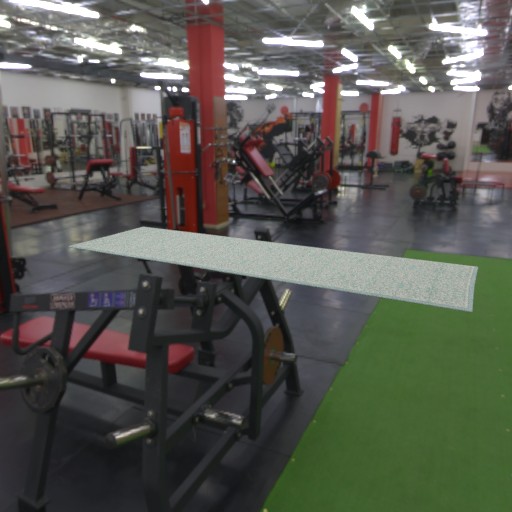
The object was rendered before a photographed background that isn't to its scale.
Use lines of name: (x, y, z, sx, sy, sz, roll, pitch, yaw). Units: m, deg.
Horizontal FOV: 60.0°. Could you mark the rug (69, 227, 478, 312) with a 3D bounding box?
rug: (0.000, 0.000, 2.452, 2.196, 0.011, 0.662, 8, 17, 26)
